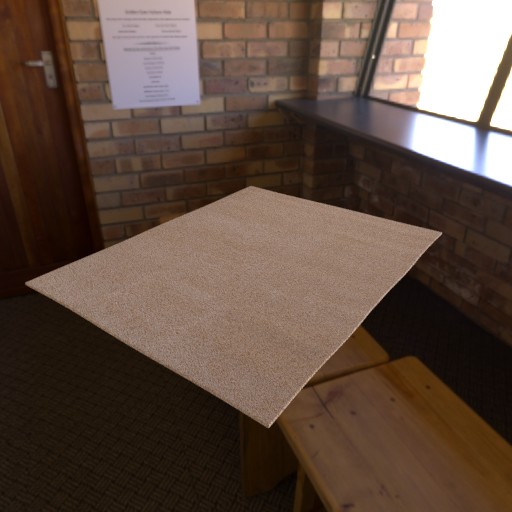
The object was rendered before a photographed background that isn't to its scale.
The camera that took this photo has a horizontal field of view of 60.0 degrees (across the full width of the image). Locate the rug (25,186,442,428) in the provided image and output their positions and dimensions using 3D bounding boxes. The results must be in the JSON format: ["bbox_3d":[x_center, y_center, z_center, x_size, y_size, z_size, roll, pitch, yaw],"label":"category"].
[{"bbox_3d":[0.000,0.000,4.000,2.400,0.025,3.000,19,33,32],"label":"rug"}]
